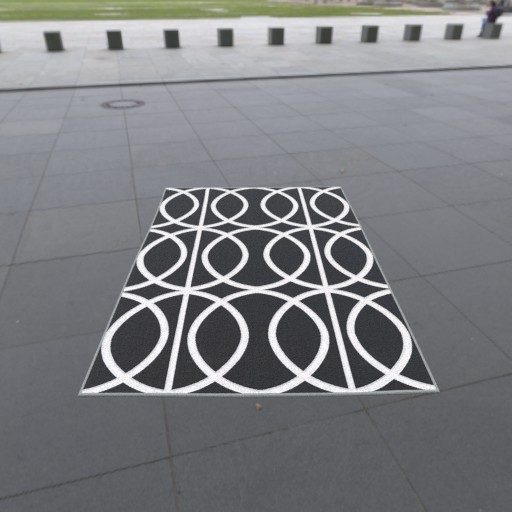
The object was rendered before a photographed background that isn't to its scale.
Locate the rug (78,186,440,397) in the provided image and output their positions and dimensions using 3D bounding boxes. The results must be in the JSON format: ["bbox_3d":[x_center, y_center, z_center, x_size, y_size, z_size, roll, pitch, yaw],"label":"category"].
[{"bbox_3d":[0.000,0.000,2.827,1.526,0.014,2.290,-1,31,-1],"label":"rug"}]
